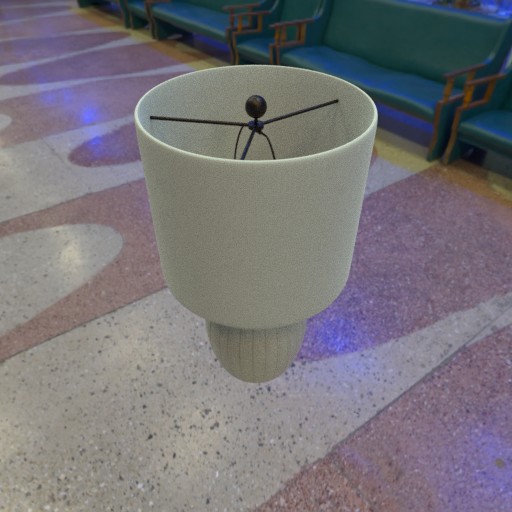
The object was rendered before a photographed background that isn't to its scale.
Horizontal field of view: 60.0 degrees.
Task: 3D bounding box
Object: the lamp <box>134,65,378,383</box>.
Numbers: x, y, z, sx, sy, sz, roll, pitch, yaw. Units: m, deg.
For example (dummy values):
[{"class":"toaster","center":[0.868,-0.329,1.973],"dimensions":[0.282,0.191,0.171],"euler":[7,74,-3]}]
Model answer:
[{"class":"lamp","center":[0.000,0.000,0.784],"dimensions":[0.328,0.570,0.328],"euler":[0,41,0]}]
